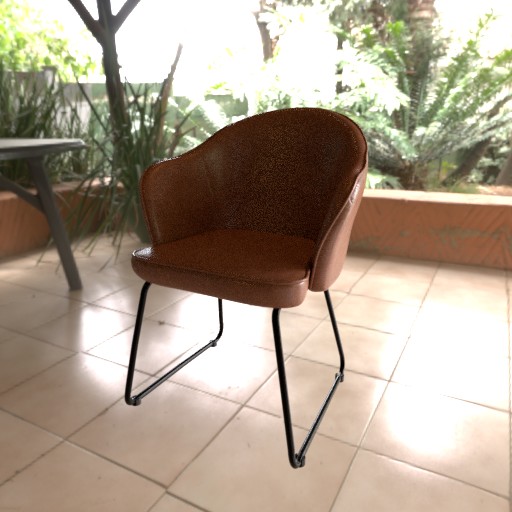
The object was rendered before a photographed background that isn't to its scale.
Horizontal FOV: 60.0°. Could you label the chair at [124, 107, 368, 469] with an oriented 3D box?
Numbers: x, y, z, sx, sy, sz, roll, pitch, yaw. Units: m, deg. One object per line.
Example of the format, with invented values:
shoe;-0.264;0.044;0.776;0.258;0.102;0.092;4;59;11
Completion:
chair;0.000;0.000;1.209;0.582;0.785;0.580;8;19;26
